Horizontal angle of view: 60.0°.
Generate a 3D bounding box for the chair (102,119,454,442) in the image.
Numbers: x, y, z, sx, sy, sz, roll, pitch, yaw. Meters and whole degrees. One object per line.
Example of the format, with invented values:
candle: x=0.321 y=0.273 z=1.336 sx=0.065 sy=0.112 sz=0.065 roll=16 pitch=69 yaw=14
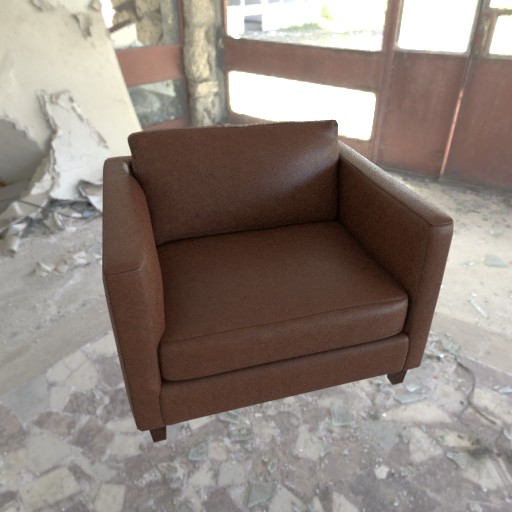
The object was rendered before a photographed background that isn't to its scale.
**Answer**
chair: x=0.000 y=0.000 z=1.782 sx=1.107 sy=0.917 sz=0.959 roll=-9 pitch=33 yaw=-14
